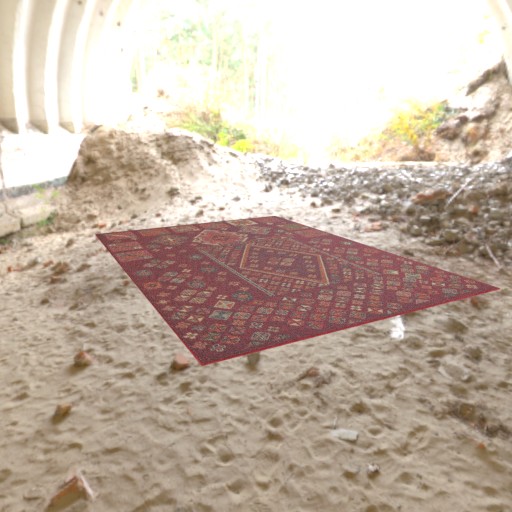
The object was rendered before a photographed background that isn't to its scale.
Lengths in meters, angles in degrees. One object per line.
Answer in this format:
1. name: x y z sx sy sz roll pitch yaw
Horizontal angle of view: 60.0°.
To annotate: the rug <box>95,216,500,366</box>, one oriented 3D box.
1. rug: 0.000 0.000 4.182 2.389 0.011 3.306 -8 18 -27
